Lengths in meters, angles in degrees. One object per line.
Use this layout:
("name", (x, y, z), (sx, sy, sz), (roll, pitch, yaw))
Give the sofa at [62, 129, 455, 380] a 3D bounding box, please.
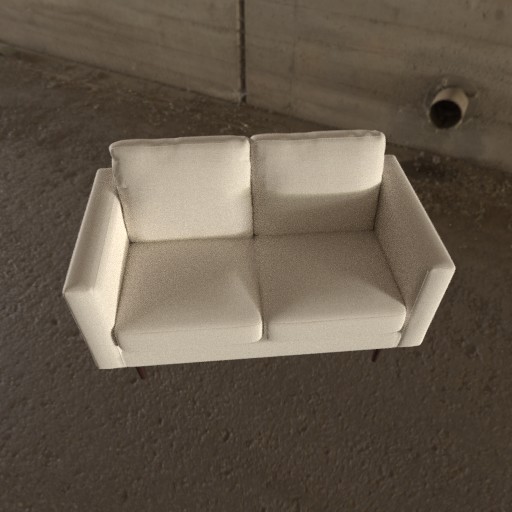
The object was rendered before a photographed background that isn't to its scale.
("sofa", (0.000, 0.000, 2.000), (1.430, 0.908, 0.796), (-3, 46, -3))
